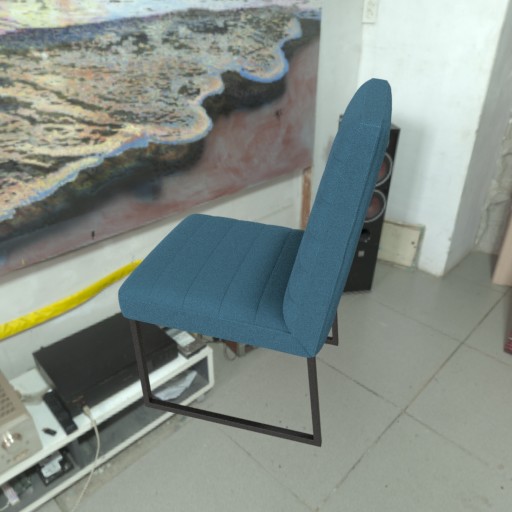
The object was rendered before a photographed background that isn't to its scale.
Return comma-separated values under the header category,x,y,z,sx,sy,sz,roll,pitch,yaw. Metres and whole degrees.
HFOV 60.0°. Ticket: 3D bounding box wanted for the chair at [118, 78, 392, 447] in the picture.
category,x,y,z,sx,sy,sz,roll,pitch,yaw
chair,0.000,0.000,1.285,0.634,0.930,0.520,8,31,13
